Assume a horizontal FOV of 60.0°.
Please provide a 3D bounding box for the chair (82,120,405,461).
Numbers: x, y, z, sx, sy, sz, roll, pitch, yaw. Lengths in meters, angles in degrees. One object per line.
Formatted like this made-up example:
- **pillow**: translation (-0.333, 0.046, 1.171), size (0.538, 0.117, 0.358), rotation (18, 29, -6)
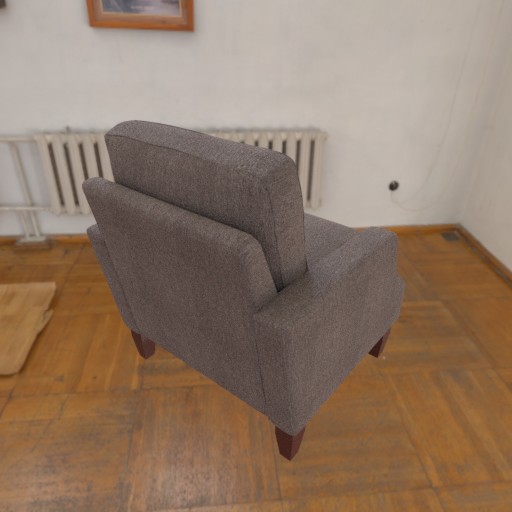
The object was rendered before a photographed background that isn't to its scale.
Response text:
- **chair**: translation (0.000, 0.000, 1.617), size (0.855, 0.993, 0.897), rotation (22, 37, 34)
